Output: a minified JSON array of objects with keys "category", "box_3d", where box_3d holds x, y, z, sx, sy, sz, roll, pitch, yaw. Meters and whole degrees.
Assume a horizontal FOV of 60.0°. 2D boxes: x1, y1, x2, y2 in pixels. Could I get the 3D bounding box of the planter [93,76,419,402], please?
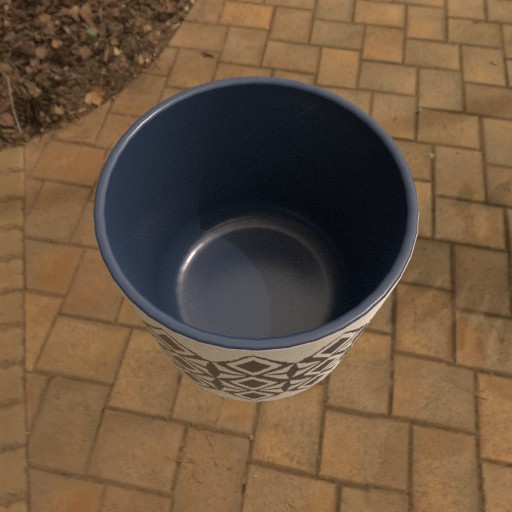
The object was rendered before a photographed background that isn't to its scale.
[{"category":"planter","box_3d":[0.000,0.000,0.396,0.224,0.203,0.224,0,64,0]}]
